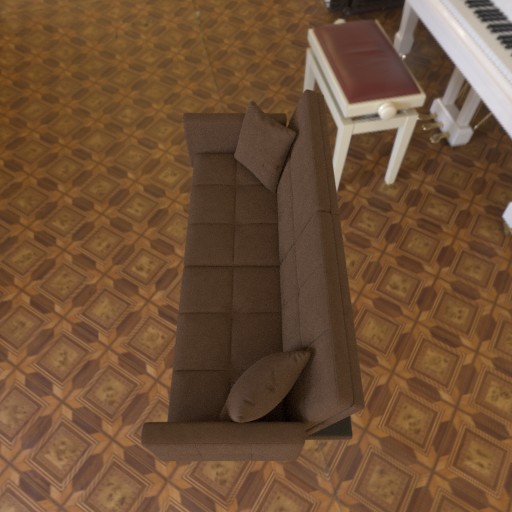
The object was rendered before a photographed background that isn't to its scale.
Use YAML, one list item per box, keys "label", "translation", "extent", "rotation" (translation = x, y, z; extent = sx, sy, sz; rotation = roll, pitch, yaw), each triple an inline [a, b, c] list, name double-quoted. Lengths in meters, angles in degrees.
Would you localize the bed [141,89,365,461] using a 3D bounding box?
- label: "bed"
  translation: [0.000, 0.000, 2.320]
  extent: [0.889, 0.787, 1.905]
  rotation: [0, 57, 0]
